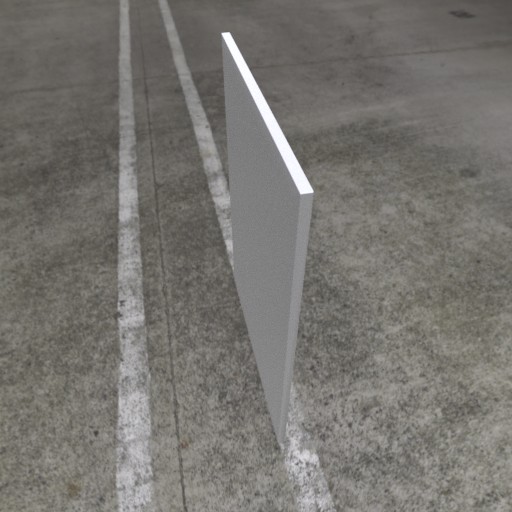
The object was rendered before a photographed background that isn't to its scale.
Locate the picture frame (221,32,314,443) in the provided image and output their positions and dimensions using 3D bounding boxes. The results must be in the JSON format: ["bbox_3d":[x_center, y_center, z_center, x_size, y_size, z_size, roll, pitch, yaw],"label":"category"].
[{"bbox_3d":[0.000,0.000,0.694,0.012,0.534,0.381,-10,47,-9],"label":"picture frame"}]
